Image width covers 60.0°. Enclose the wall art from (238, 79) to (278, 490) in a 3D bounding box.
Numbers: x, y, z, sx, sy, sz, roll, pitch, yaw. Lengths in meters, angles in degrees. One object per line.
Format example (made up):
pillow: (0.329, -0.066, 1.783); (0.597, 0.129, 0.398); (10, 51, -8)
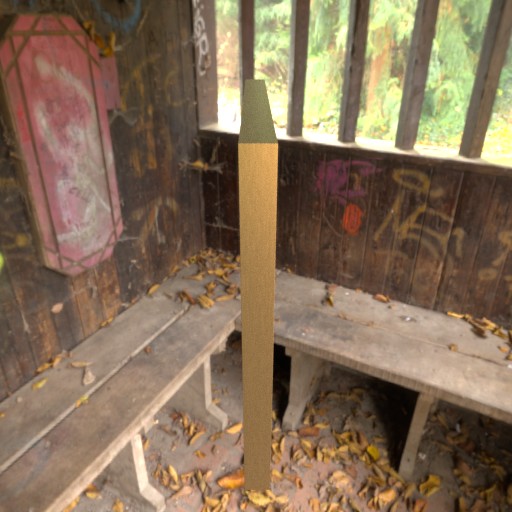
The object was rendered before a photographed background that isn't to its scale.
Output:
wall art: (0.000, 0.000, 0.758); (0.037, 0.509, 0.510); (0, 28, 0)
